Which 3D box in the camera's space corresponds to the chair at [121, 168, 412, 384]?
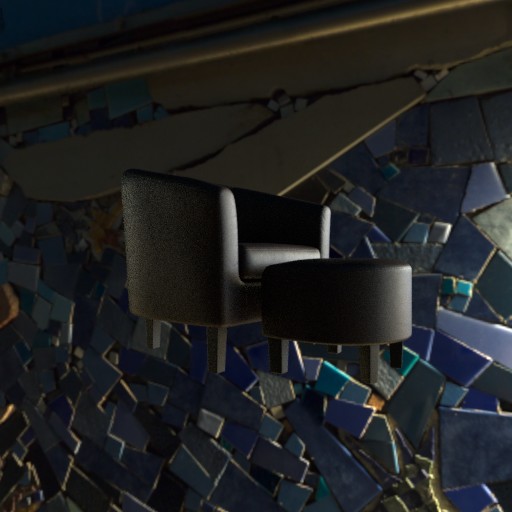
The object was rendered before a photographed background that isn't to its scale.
[{"bbox_3d":[0.000,0.000,1.716,1.176,0.755,0.737,0,0,38],"label":"chair"}]
